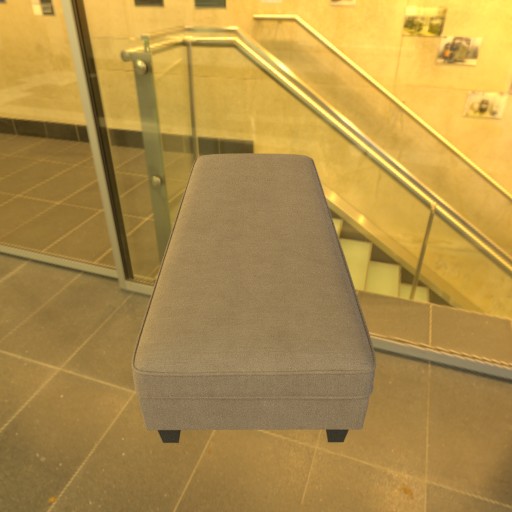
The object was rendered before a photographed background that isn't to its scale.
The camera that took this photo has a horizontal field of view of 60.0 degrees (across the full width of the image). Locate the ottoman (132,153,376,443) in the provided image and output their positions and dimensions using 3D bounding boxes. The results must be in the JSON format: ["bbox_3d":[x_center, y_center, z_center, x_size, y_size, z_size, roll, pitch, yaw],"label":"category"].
[{"bbox_3d":[0.000,0.000,2.075,0.751,0.470,1.764,0,33,0],"label":"ottoman"}]
